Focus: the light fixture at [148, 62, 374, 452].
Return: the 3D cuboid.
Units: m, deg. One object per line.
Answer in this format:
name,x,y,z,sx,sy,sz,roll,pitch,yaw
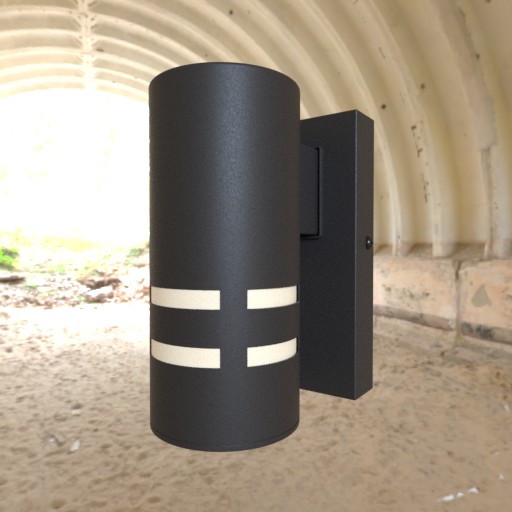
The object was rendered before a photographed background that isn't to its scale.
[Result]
light fixture,0.000,0.000,0.264,0.098,0.179,0.138,1,1,36
